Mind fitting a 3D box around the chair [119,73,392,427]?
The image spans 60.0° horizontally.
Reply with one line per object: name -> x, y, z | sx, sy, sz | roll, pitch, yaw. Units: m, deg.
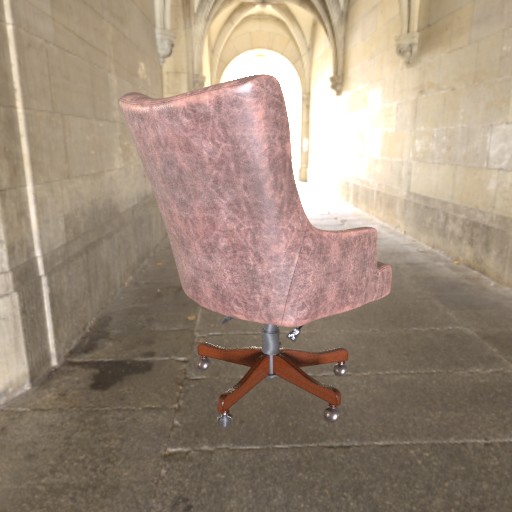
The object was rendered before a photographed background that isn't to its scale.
chair -> 0.000, 0.000, 1.485 | 0.641, 1.035, 0.762 | 13, 19, 42
